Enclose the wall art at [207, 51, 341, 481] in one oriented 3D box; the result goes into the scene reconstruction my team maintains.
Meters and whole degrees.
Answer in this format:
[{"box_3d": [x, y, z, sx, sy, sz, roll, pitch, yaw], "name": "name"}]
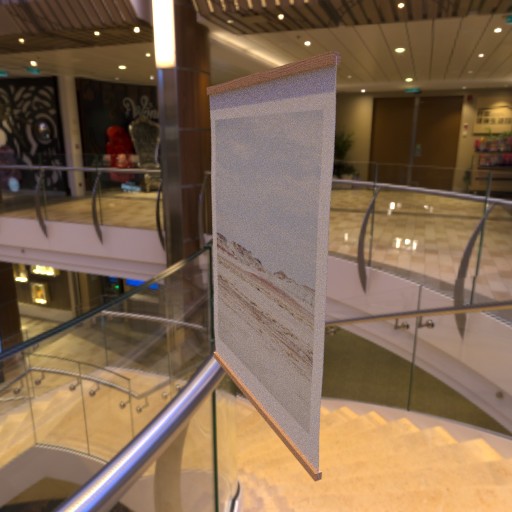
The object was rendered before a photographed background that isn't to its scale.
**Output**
[{"box_3d": [0.000, 0.000, 1.330, 0.020, 1.016, 0.739, -7, 16, -25], "name": "wall art"}]
